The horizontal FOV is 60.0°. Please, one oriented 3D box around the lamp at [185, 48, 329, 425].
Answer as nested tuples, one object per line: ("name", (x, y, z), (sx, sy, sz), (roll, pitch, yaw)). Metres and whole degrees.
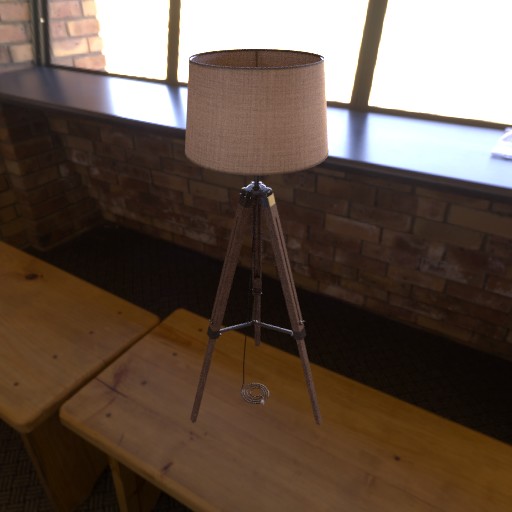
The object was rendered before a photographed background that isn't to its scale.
("lamp", (0.000, 0.000, 1.812), (0.604, 1.510, 0.587), (0, 32, 0))
